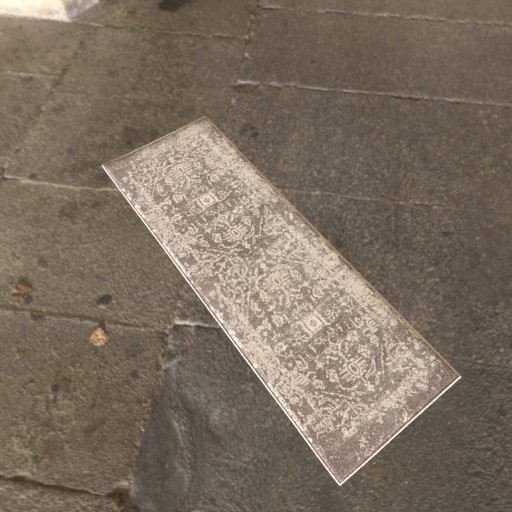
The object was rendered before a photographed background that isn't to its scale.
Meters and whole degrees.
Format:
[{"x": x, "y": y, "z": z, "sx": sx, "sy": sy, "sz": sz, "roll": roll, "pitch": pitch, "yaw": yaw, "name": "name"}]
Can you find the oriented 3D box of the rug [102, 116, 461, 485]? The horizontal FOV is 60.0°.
[{"x": 0.000, "y": 0.000, "z": 2.683, "sx": 0.855, "sy": 0.017, "sz": 2.452, "roll": -32, "pitch": 64, "yaw": -18, "name": "rug"}]
